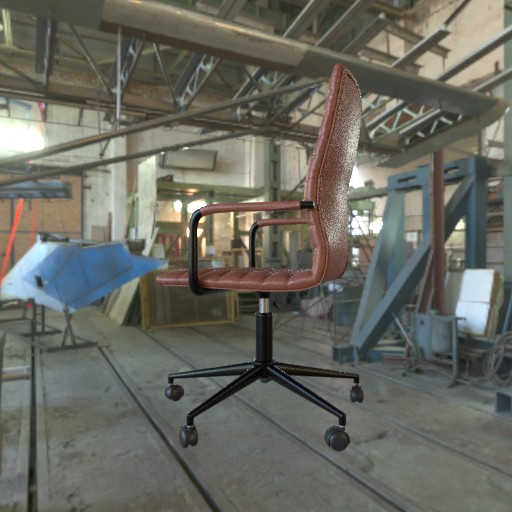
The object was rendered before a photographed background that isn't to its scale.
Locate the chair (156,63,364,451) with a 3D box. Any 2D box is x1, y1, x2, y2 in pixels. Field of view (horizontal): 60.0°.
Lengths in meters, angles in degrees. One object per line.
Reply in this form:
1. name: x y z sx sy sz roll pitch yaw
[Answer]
1. chair: 0.000 0.000 1.257 0.578 0.878 0.600 0 0 18
